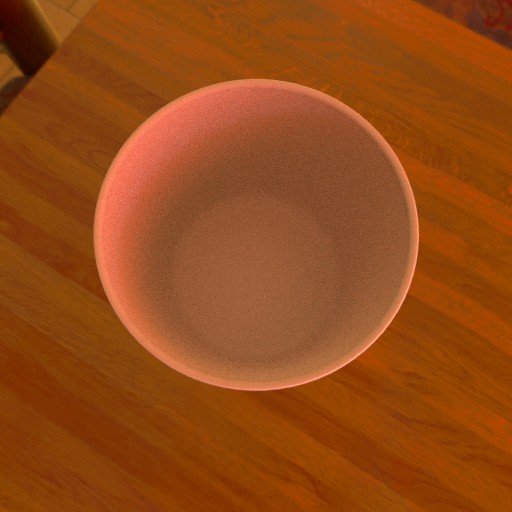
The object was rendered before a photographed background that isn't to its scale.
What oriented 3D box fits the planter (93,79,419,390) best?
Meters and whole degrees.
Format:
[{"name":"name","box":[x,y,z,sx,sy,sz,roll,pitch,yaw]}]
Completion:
[{"name":"planter","box":[0.000,0.000,0.792,0.440,0.398,0.440,0,76,0]}]
